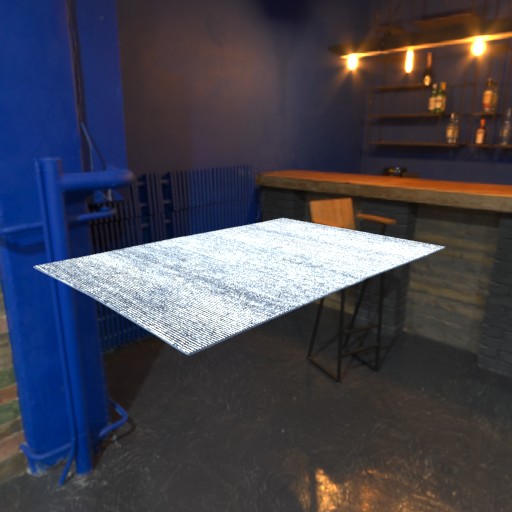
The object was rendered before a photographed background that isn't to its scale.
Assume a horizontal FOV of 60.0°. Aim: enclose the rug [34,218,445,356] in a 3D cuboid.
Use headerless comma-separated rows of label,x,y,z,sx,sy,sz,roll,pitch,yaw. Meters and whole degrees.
rug,0.000,0.000,3.033,2.349,0.030,1.624,-15,21,-42
